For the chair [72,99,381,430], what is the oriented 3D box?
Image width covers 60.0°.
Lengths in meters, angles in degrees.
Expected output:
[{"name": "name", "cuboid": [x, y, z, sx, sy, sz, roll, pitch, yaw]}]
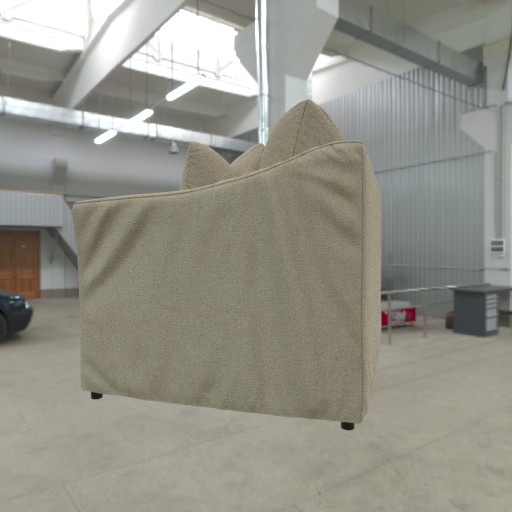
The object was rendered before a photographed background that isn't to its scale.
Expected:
[{"name": "chair", "cuboid": [0.000, 0.000, 2.024, 1.071, 1.093, 1.194, 0, 1, 18]}]
